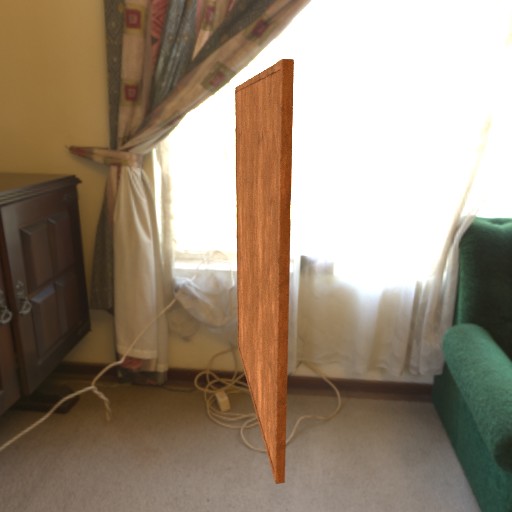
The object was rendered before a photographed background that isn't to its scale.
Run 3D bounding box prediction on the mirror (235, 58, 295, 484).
[{"bbox_3d":[0.000,0.000,1.460,0.028,1.099,0.796,-3,17,-9],"label":"mirror"}]
